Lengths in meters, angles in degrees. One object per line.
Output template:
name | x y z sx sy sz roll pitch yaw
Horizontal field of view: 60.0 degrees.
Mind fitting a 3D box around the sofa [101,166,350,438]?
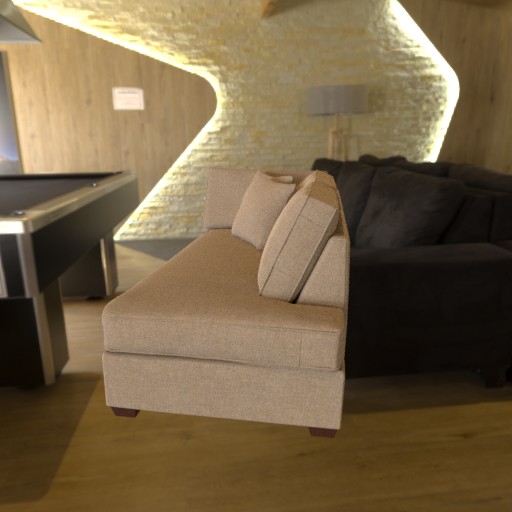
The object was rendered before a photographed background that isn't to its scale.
sofa | 0.000 0.000 2.861 1.110 1.019 2.238 2 15 9
